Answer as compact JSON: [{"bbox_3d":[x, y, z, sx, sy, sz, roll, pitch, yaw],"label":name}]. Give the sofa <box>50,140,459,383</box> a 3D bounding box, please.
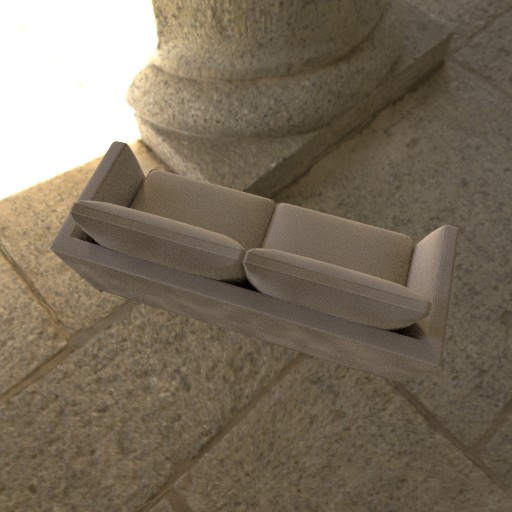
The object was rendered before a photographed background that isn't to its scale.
[{"bbox_3d":[0.000,0.000,2.752,2.214,1.005,0.868,16,64,8],"label":"sofa"}]
